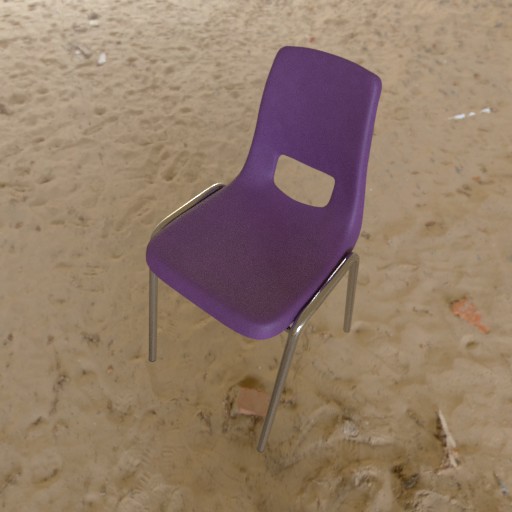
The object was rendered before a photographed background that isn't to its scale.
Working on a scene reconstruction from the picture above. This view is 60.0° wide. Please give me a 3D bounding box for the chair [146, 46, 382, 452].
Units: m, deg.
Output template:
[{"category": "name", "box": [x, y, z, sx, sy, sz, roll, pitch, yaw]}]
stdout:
[{"category": "chair", "box": [0.000, 0.000, 0.932, 0.381, 0.704, 0.432, 31, 55, 25]}]
